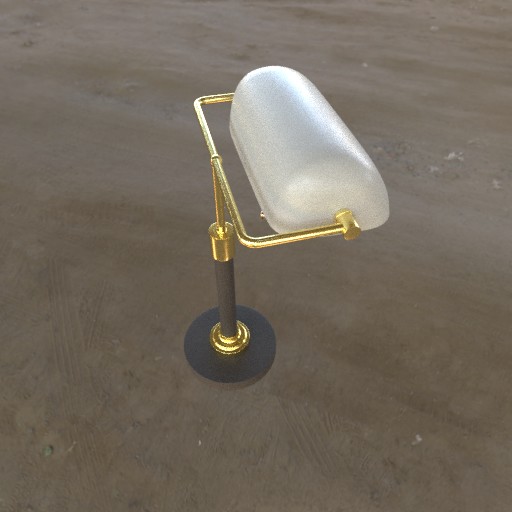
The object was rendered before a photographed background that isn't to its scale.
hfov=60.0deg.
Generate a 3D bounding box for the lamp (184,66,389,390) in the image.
[{"bbox_3d":[0.000,0.000,0.564,0.227,0.404,0.269,-11,47,-10],"label":"lamp"}]
